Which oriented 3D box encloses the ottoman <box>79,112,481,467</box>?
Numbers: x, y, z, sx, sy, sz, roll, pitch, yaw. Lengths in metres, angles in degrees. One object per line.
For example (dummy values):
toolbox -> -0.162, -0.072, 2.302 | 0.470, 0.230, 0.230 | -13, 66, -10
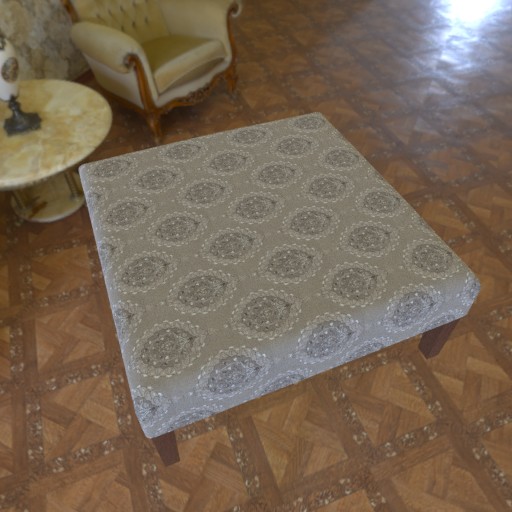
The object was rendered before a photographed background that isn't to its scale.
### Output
ottoman -> 0.000, 0.000, 1.390 | 0.890, 0.411, 0.889 | -17, 50, -15
